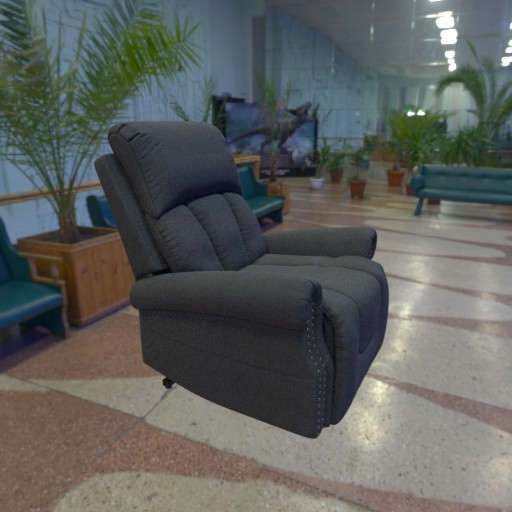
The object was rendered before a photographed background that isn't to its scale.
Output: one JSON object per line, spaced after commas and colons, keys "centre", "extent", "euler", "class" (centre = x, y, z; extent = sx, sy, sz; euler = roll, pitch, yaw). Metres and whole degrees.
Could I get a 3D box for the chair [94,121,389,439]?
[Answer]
{"centre": [0.000, 0.000, 1.767], "extent": [0.979, 1.031, 0.871], "euler": [8, 19, 26], "class": "chair"}
